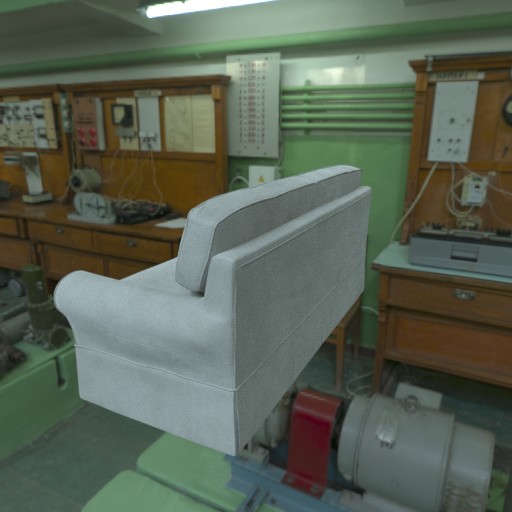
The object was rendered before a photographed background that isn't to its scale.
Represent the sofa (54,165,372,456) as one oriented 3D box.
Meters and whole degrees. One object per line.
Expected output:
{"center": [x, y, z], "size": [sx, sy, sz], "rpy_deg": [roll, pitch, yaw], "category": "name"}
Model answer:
{"center": [0.000, 0.000, 2.709], "size": [0.900, 1.014, 2.246], "rpy_deg": [8, 18, 26], "category": "sofa"}
